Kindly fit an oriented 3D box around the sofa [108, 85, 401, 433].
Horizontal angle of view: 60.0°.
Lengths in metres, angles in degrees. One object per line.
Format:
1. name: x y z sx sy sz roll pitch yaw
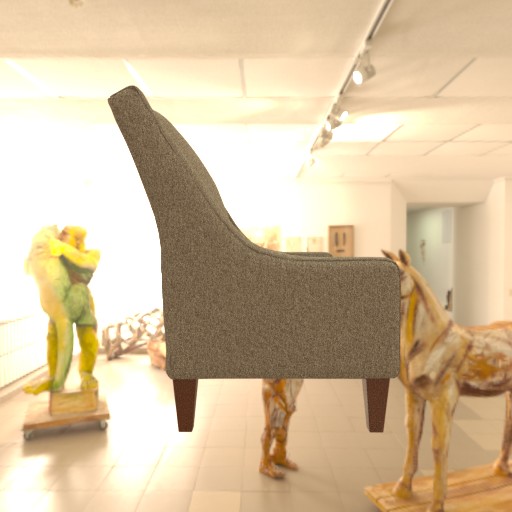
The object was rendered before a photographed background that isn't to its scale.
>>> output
1. sofa: 0.000 0.000 1.893 0.862 1.026 1.242 0 1 0
